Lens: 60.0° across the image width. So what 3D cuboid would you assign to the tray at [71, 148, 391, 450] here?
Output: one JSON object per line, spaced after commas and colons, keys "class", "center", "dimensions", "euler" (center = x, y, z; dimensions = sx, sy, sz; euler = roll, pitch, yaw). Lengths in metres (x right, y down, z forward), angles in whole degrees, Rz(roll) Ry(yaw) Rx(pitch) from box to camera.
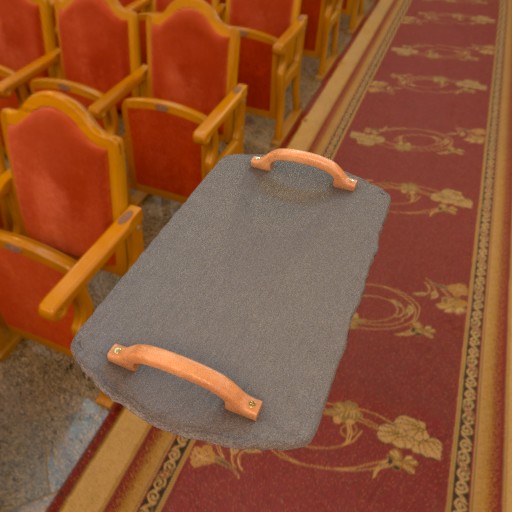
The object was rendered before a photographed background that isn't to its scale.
{"class": "tray", "center": [0.000, 0.000, 0.461], "dimensions": [0.231, 0.062, 0.387], "euler": [17, 49, 15]}
